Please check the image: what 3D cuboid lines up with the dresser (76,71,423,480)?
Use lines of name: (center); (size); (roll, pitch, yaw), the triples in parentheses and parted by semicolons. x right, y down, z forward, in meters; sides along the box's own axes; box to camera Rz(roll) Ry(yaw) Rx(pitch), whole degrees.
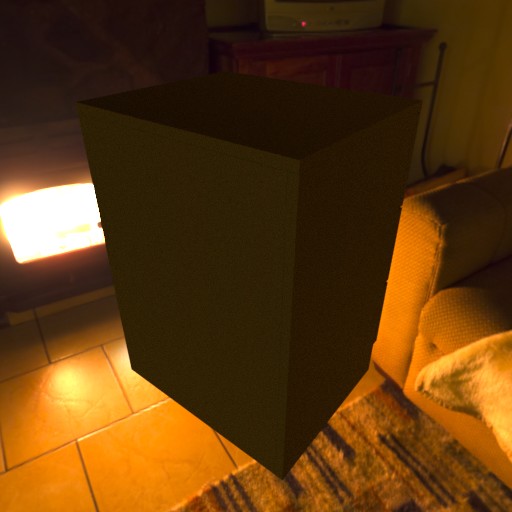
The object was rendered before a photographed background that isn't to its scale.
dresser: (0.000, 0.000, 0.821); (0.400, 0.560, 0.360); (23, 39, 32)
